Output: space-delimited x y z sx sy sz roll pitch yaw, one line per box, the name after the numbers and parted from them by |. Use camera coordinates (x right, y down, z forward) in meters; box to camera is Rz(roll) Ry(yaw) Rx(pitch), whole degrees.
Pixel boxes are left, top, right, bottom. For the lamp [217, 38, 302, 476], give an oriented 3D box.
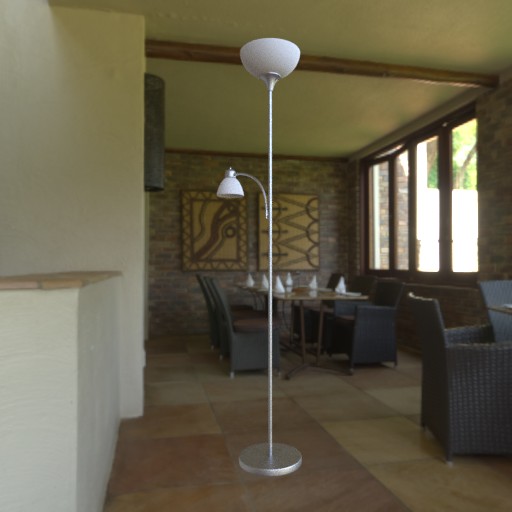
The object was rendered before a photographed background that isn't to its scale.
0.000 0.000 2.003 0.425 1.804 0.279 -1 -1 35 | lamp
